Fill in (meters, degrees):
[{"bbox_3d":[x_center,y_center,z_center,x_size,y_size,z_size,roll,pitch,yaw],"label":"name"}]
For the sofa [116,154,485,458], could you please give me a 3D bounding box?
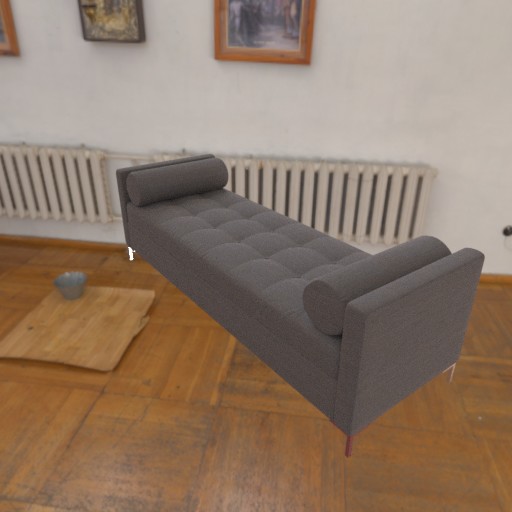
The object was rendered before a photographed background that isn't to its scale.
[{"bbox_3d":[0.000,0.000,2.318,0.686,0.635,1.981,-18,32,-32],"label":"sofa"}]
